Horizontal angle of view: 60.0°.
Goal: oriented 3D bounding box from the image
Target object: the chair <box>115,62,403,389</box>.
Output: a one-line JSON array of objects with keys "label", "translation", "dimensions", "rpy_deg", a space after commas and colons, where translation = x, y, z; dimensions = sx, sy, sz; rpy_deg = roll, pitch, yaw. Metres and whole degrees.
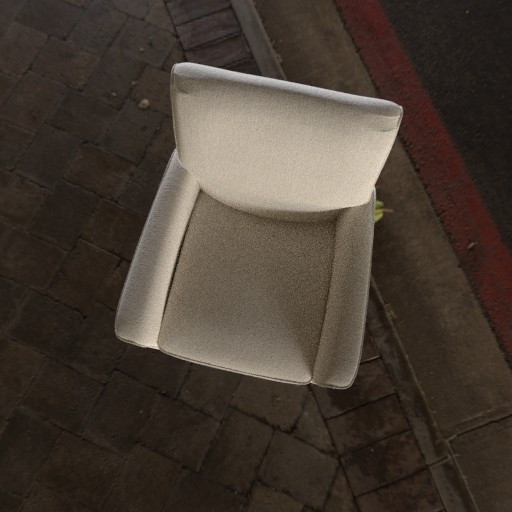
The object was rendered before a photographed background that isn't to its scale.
[{"label": "chair", "translation": [0.000, 0.000, 1.645], "dimensions": [0.841, 1.028, 0.858], "rpy_deg": [12, 77, 3]}]
